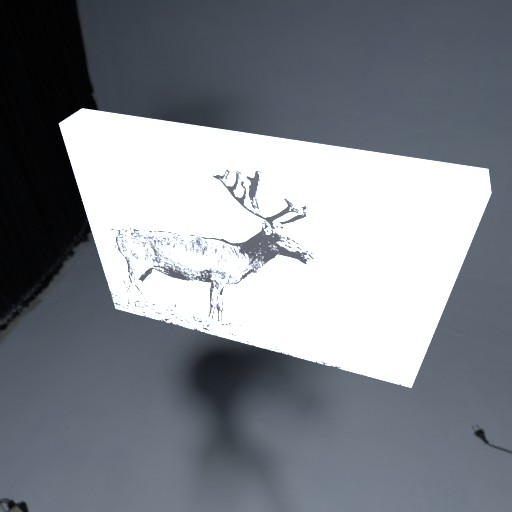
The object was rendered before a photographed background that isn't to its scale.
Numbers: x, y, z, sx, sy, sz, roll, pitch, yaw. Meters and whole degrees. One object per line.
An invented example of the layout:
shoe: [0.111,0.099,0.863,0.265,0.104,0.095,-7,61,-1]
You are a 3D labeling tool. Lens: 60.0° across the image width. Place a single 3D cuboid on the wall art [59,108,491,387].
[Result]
wall art: [0.000,0.000,0.473,0.381,0.259,0.038,12,43,14]
